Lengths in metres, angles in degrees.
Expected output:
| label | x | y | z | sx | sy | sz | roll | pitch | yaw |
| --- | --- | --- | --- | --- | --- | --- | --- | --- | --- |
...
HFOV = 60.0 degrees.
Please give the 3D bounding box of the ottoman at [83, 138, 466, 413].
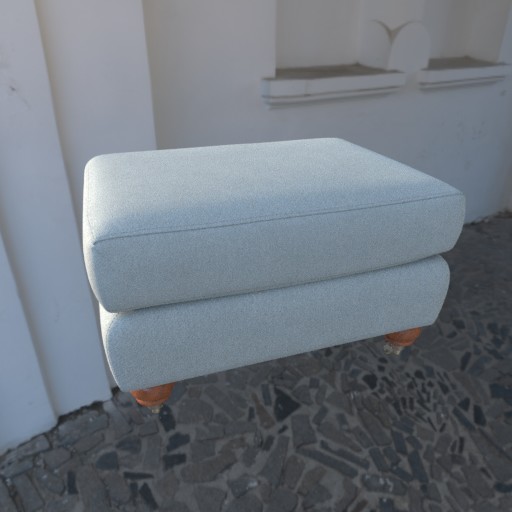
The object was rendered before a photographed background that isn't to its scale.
| label | x | y | z | sx | sy | sz | roll | pitch | yaw |
| --- | --- | --- | --- | --- | --- | --- | --- | --- | --- |
| ottoman | 0.000 | 0.000 | 1.119 | 0.773 | 0.499 | 0.569 | -9 | 28 | -17 |
